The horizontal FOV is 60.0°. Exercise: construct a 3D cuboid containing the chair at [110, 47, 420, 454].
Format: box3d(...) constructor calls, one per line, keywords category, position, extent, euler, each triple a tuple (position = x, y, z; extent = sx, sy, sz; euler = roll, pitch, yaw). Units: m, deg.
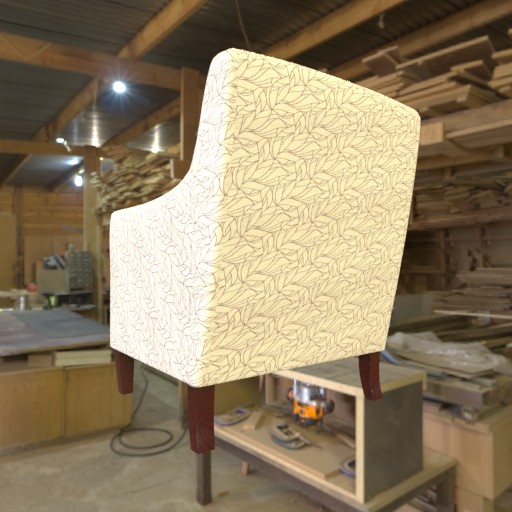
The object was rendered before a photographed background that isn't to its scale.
box3d(category="chair", position=(0.000, 0.000, 1.251), extent=(0.623, 0.816, 0.651), euler=(0, 0, -37))
